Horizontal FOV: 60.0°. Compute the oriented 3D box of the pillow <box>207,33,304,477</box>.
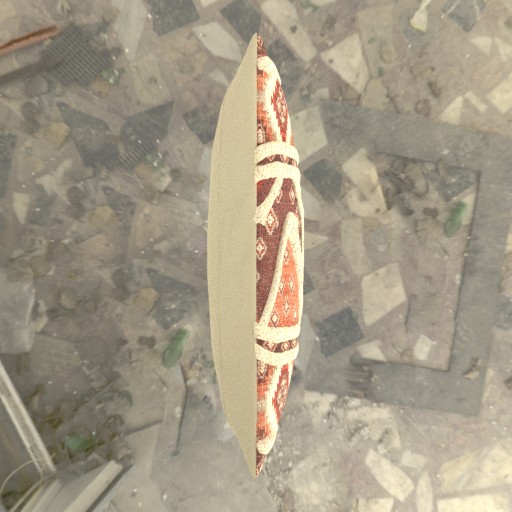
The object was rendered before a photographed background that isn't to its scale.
[{"bbox_3d":[0.000,0.000,0.742,0.161,0.295,0.608,0,90,-2],"label":"pillow"}]
